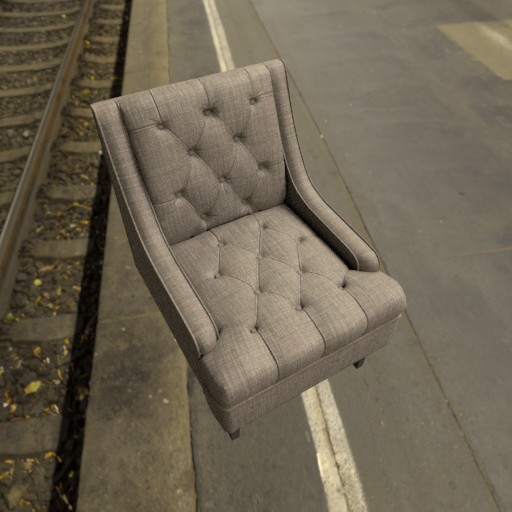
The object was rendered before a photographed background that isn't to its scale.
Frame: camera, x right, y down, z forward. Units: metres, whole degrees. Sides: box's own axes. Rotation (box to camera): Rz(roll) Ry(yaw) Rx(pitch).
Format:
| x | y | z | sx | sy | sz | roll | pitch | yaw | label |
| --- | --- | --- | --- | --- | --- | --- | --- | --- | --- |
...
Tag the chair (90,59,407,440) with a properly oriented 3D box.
| x | y | z | sx | sy | sz | roll | pitch | yaw | label |
| --- | --- | --- | --- | --- | --- | --- | --- | --- | --- |
| 0.000 | 0.000 | 1.424 | 0.655 | 0.891 | 0.771 | -23 | 50 | -21 | chair |
